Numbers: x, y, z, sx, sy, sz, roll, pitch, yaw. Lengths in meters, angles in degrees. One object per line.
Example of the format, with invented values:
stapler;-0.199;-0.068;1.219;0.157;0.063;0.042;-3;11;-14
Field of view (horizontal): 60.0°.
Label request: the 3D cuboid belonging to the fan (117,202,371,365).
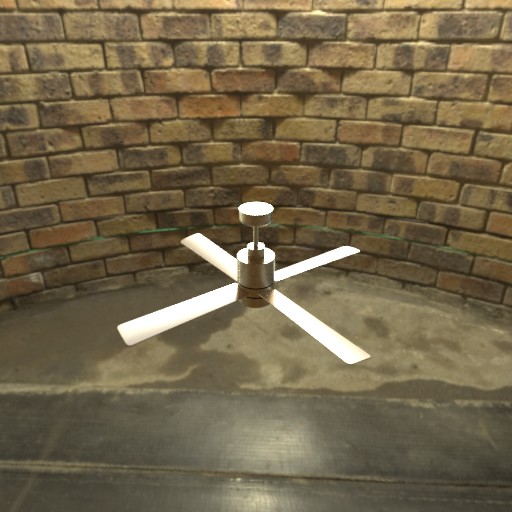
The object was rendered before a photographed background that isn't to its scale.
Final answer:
fan;0.000;0.000;2.344;1.525;0.539;1.525;-18;33;-31
